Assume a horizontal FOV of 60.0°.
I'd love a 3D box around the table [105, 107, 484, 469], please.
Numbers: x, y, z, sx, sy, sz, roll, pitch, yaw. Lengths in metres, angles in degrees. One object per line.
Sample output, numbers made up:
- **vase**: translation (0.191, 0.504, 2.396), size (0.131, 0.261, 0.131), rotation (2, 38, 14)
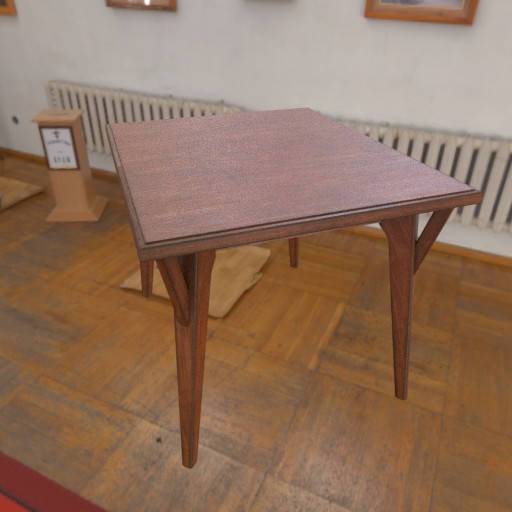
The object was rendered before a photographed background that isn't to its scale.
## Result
- **table**: translation (0.000, 0.000, 1.562), size (0.838, 0.761, 0.991), rotation (-10, 32, -17)
